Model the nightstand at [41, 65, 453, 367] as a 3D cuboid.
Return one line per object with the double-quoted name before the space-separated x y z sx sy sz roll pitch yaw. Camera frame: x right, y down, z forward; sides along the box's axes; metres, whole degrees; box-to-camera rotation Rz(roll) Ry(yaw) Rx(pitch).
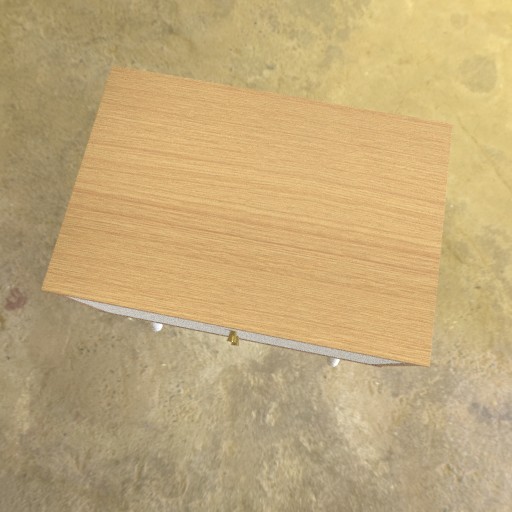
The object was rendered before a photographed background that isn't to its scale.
"nightstand" 0.000 0.000 0.979 0.571 0.610 0.407 11 76 3
